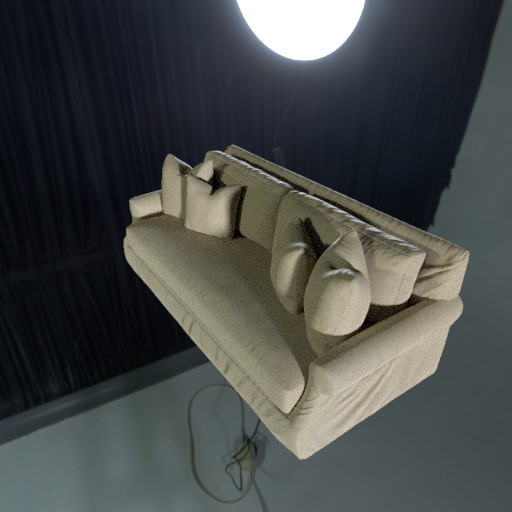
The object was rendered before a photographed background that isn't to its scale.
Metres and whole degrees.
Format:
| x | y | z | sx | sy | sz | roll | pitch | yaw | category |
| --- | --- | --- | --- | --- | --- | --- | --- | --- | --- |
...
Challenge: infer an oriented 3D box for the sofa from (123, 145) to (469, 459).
| x | y | z | sx | sy | sz | roll | pitch | yaw | category |
| --- | --- | --- | --- | --- | --- | --- | --- | --- | --- |
| 0.000 | 0.000 | 2.836 | 1.067 | 0.904 | 2.285 | -19 | 36 | -29 | sofa |
